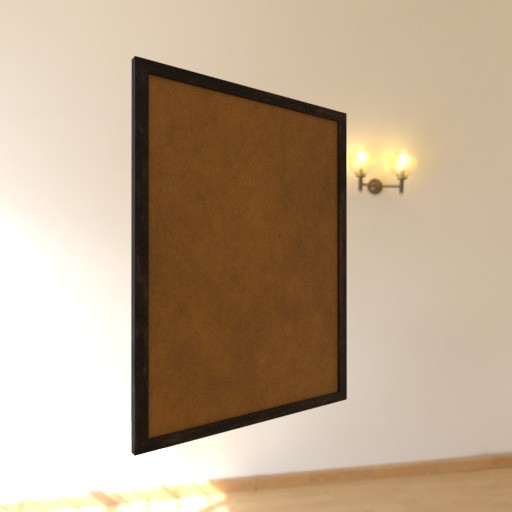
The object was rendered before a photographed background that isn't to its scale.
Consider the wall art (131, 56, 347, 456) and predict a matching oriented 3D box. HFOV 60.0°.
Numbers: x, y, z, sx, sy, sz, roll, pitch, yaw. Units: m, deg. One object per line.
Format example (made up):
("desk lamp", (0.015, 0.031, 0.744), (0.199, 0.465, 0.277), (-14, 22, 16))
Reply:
("wall art", (0.000, 0.000, 1.427), (0.812, 1.066, 0.029), (0, 0, -36))
